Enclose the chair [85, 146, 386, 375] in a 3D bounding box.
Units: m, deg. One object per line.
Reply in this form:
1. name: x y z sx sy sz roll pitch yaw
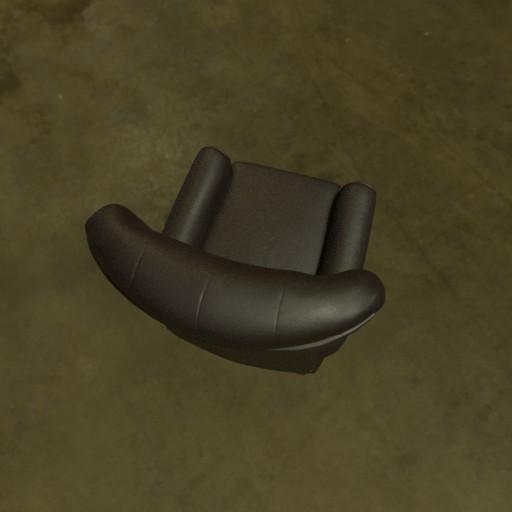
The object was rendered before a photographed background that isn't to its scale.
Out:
1. chair: 0.000 0.000 1.906 0.948 1.158 1.058 15 64 7
